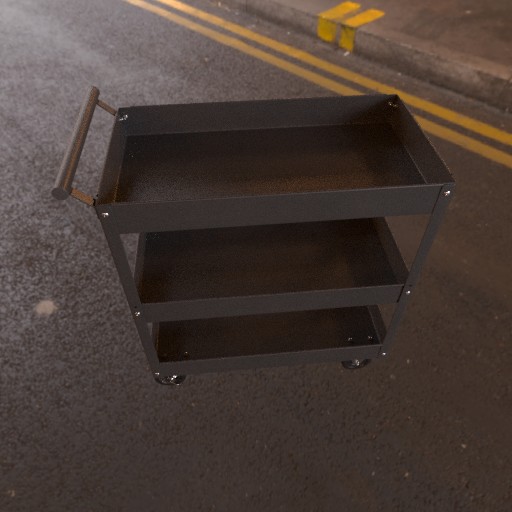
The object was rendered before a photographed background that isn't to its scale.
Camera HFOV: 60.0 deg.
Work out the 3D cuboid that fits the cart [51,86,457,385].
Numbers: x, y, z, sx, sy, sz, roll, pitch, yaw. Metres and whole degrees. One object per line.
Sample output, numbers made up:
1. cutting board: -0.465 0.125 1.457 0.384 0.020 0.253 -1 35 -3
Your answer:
1. cart: 0.000 0.000 1.159 0.719 0.780 0.366 -4 47 -4
